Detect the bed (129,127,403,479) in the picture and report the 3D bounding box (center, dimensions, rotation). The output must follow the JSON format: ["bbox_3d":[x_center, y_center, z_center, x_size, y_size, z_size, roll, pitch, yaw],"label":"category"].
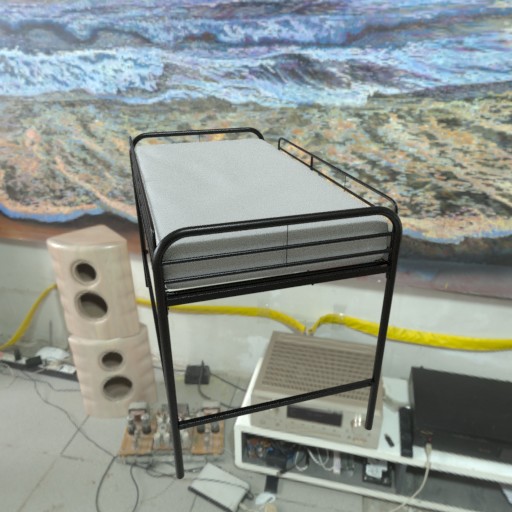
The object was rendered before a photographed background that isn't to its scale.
[{"bbox_3d":[0.000,0.000,2.876,1.393,1.289,1.968,-8,27,-15],"label":"bed"}]
